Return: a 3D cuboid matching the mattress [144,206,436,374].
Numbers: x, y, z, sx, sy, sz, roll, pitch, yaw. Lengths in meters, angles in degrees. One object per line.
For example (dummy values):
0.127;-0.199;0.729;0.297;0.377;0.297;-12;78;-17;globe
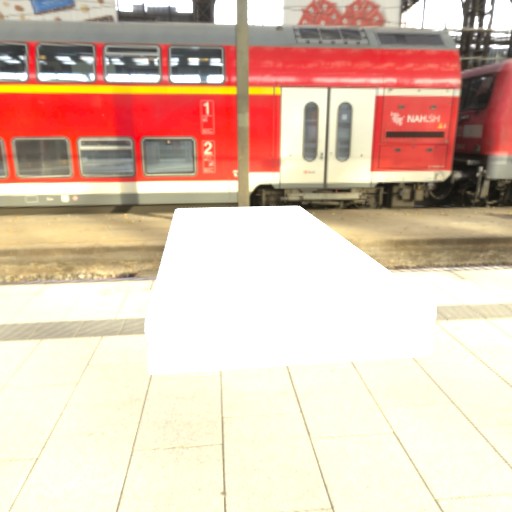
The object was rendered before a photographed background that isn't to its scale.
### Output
0.000;0.000;2.253;0.900;0.200;1.900;-2;16;-7;mattress
